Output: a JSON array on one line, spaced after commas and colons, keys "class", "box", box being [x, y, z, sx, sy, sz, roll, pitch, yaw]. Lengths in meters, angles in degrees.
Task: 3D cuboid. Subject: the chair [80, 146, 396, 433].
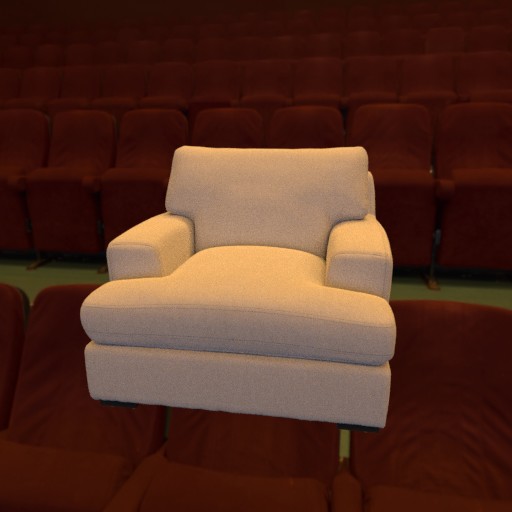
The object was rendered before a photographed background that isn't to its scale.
[{"class": "chair", "box": [0.000, 0.000, 1.977, 1.140, 0.930, 1.158, 2, 16, 9]}]
